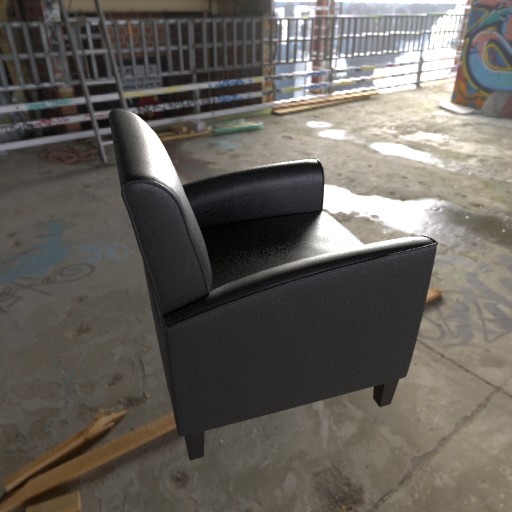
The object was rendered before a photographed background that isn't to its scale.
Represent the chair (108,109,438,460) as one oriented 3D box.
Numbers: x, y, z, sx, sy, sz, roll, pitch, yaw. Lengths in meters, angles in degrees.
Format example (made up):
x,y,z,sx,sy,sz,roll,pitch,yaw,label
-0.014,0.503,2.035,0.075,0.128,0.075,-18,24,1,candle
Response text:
x,y,z,sx,sy,sz,roll,pitch,yaw,label
0.000,0.000,1.525,0.819,0.916,0.820,-9,31,-16,chair
